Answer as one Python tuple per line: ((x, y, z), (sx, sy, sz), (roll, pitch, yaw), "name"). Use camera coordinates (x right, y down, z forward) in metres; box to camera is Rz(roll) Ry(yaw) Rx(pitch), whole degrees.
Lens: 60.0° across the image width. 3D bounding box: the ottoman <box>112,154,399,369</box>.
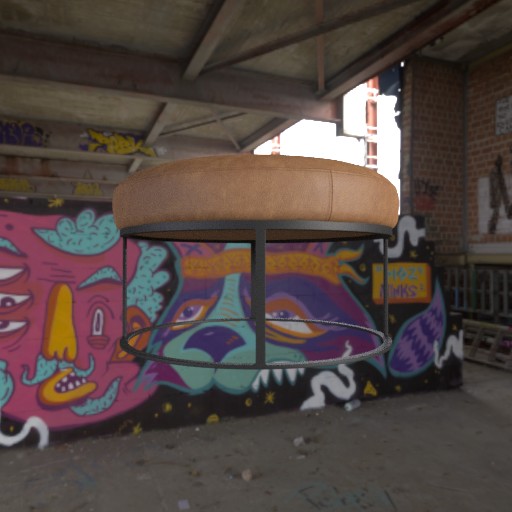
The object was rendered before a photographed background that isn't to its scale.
((0.000, 0.000, 1.252), (0.771, 0.460, 0.771), (0, -1, 0), "ottoman")
